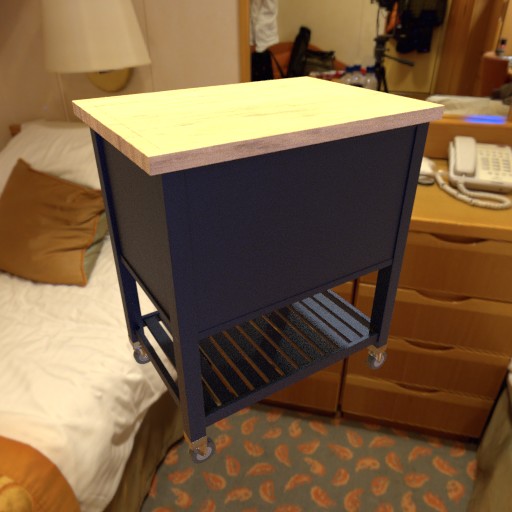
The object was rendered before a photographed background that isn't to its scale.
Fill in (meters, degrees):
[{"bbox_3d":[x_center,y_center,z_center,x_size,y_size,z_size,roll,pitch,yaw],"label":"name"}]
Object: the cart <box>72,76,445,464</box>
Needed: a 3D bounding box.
[{"bbox_3d":[0.000,0.000,1.382,0.797,0.920,0.567,-18,35,-28],"label":"cart"}]
